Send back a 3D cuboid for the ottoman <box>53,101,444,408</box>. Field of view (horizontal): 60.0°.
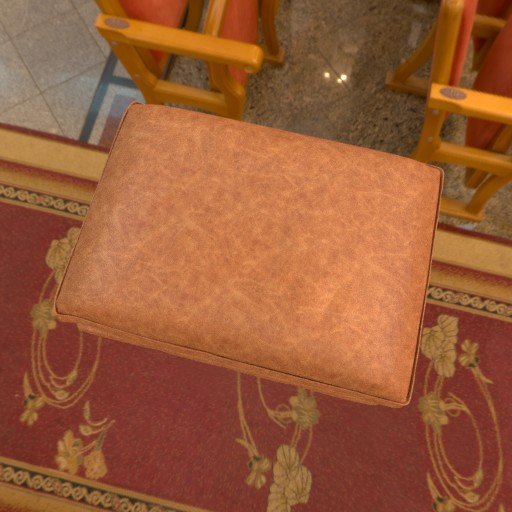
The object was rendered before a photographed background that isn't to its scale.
[{"bbox_3d":[0.000,0.000,1.048,0.710,0.480,0.533,14,75,4],"label":"ottoman"}]
